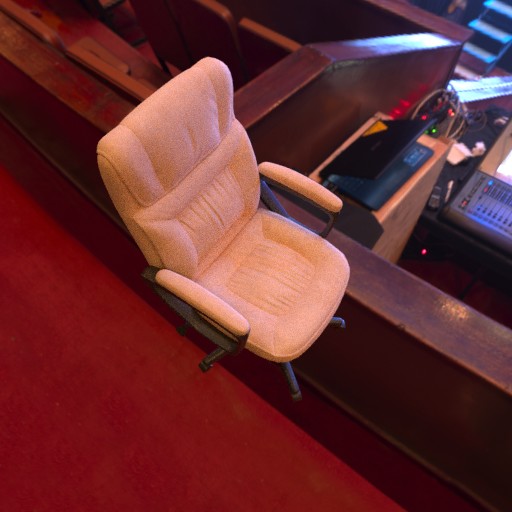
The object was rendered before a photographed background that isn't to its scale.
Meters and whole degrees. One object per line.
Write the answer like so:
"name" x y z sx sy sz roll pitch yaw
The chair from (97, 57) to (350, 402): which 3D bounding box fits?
"chair" 0.000 0.000 1.573 0.724 1.105 0.667 30 62 18
